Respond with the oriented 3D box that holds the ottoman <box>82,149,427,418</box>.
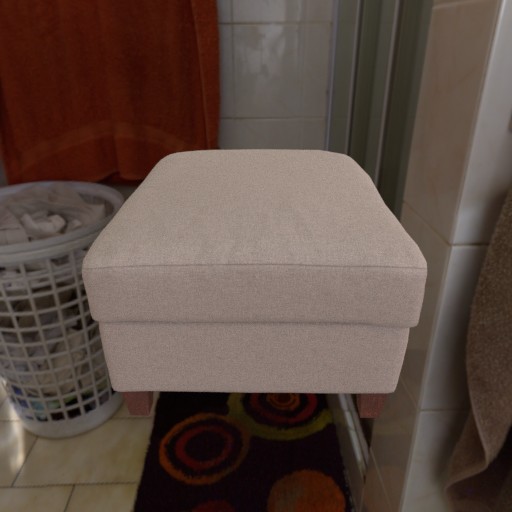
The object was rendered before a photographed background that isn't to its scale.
[{"bbox_3d":[0.000,0.000,1.321,0.692,0.511,0.902,0,26,1],"label":"ottoman"}]
